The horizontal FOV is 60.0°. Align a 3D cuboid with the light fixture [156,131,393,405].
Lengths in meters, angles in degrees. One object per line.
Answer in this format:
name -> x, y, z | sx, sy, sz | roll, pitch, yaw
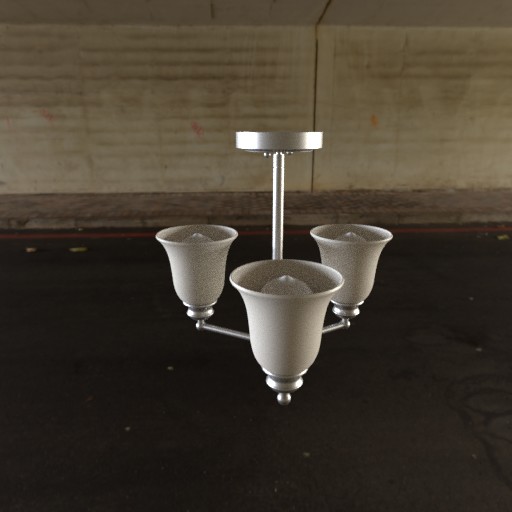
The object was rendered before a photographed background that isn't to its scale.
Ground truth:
light fixture -> 0.000, 0.000, 0.686 | 0.354, 0.370, 0.388 | 9, 18, 27
